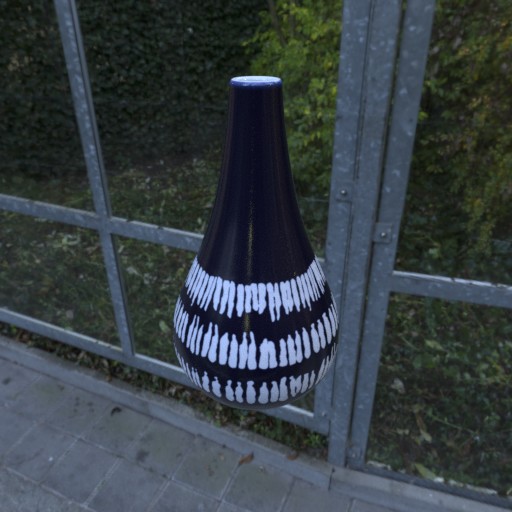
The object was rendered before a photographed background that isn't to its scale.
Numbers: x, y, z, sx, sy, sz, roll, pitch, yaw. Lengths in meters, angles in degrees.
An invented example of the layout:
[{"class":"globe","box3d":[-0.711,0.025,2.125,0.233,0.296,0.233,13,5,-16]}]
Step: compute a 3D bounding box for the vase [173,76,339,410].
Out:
[{"class":"vase","box3d":[0.000,0.000,0.395,0.159,0.295,0.159,0,28,0]}]
